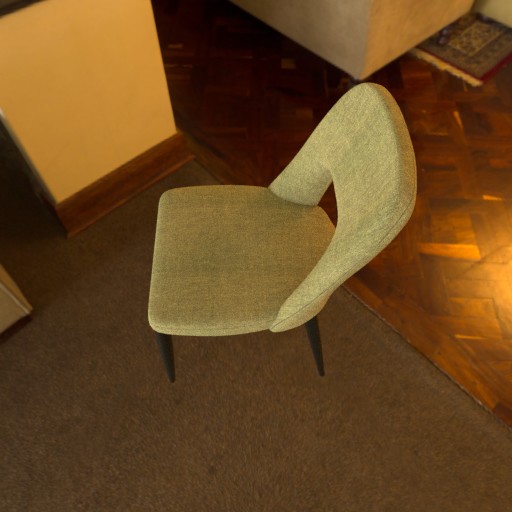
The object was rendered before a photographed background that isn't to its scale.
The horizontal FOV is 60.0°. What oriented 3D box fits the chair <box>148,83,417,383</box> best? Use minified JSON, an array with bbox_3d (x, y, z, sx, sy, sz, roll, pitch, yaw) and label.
[{"bbox_3d":[0.000,0.000,1.261,0.612,0.931,0.470,-2,58,-1],"label":"chair"}]
